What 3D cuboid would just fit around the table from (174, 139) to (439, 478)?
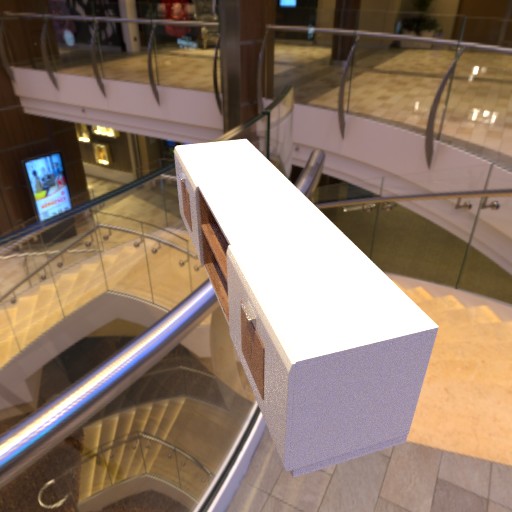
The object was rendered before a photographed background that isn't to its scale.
[{"bbox_3d":[0.000,0.000,1.732,0.400,0.440,1.550,-10,33,-15],"label":"table"}]
